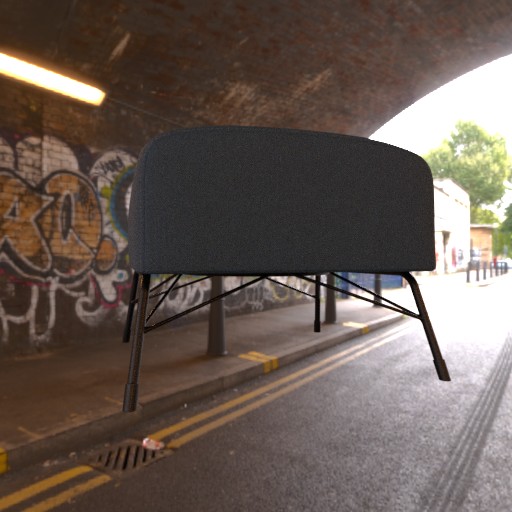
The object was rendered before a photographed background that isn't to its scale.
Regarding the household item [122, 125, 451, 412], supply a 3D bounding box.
[{"bbox_3d":[0.000,0.000,0.919,0.530,0.420,0.530,0,0,-17],"label":"household item"}]
